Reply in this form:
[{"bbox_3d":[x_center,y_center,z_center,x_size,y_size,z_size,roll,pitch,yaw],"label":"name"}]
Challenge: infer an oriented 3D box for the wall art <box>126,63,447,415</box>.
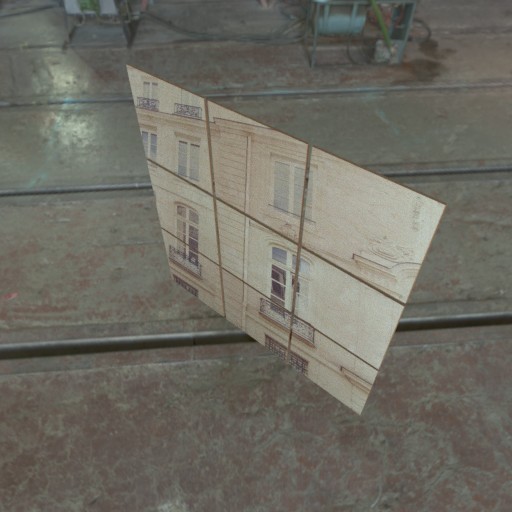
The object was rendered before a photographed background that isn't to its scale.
[{"bbox_3d":[0.000,0.000,2.244,1.526,1.522,0.023,32,55,26],"label":"wall art"}]
